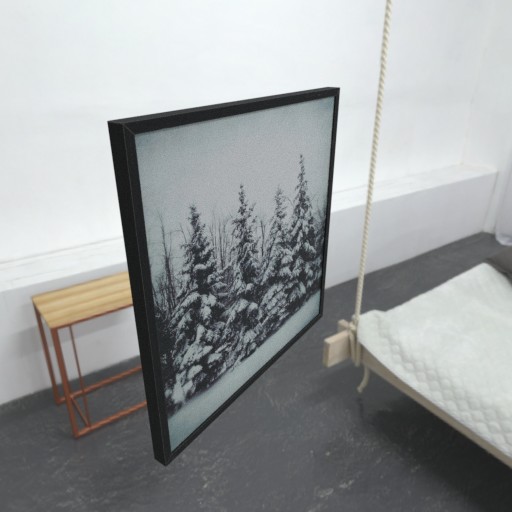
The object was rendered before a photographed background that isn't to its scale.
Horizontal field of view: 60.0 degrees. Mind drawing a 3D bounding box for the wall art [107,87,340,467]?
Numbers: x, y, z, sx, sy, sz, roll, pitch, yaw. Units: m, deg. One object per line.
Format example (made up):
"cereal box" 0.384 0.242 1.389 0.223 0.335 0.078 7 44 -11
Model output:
"wall art" 0.000 0.000 1.136 0.037 0.761 0.761 17 30 32
